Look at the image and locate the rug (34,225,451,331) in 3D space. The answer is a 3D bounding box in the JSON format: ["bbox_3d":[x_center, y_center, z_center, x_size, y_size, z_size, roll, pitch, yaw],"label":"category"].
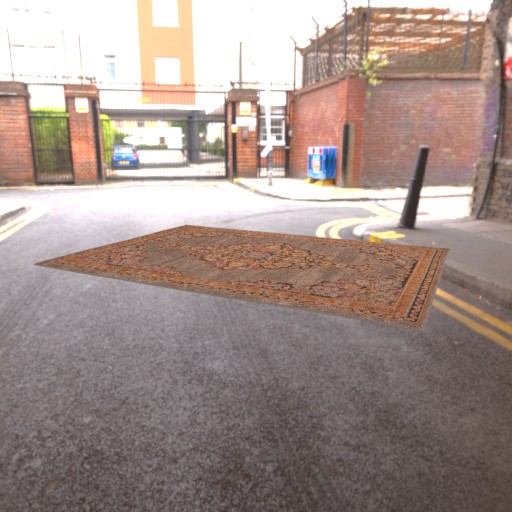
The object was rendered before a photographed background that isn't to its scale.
[{"bbox_3d":[0.000,0.000,3.737,2.901,0.026,2.043,7,15,26],"label":"rug"}]
